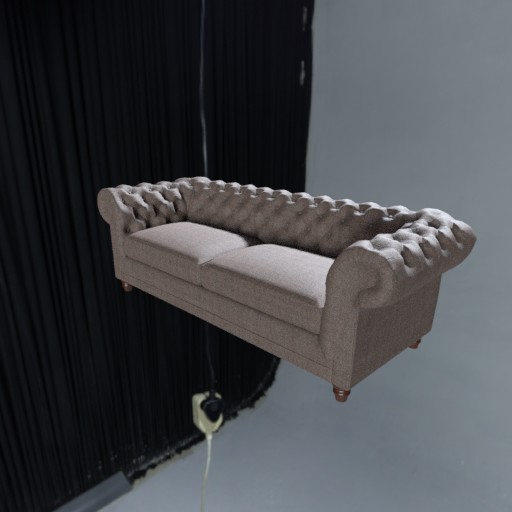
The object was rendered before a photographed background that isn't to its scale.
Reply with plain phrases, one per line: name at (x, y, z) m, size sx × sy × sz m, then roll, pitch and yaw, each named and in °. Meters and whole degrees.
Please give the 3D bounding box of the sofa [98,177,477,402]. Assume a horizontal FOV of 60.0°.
sofa at (0.000, 0.000, 2.819) m, size 0.944 × 0.787 × 2.385 m, roll -16°, pitch 23°, yaw -42°
